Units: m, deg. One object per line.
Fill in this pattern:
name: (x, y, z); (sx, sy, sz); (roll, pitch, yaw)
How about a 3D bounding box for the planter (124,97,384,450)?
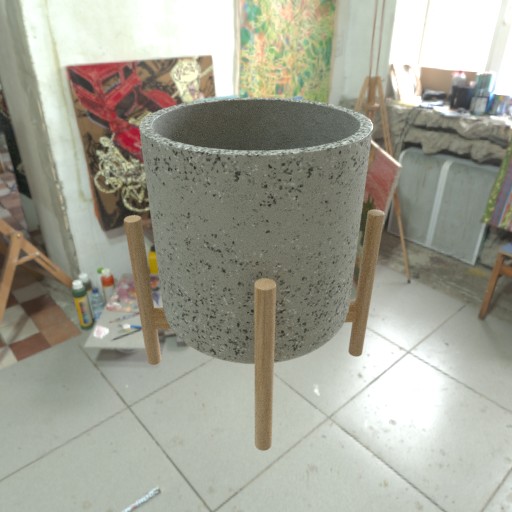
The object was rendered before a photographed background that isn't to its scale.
planter: (0.000, 0.000, 0.694); (0.360, 0.419, 0.360); (10, 32, 17)
